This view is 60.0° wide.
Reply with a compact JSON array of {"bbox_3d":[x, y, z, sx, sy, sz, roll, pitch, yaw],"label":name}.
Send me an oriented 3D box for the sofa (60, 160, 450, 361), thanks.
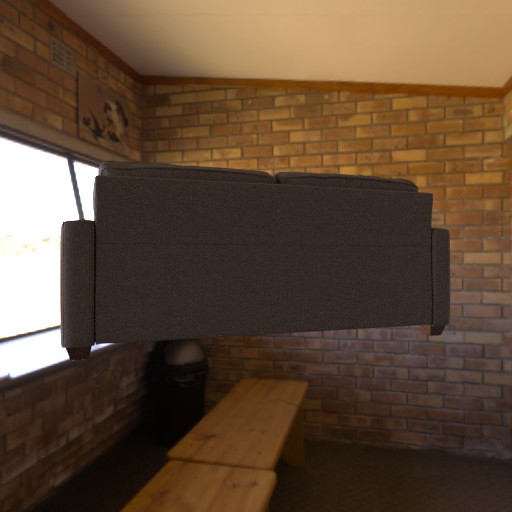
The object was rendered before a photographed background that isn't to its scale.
[{"bbox_3d":[0.000,0.000,2.631,2.080,0.919,0.940,0,0,-18],"label":"sofa"}]
